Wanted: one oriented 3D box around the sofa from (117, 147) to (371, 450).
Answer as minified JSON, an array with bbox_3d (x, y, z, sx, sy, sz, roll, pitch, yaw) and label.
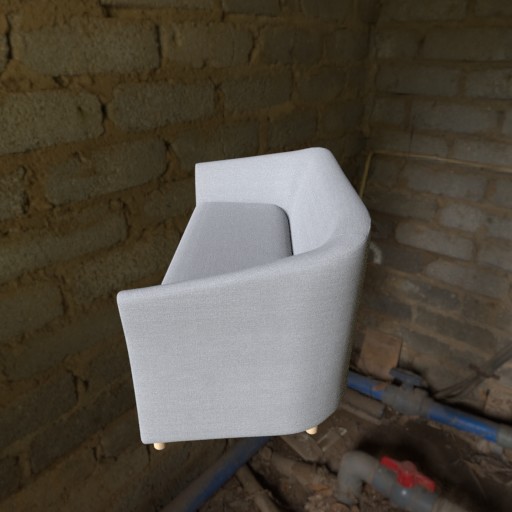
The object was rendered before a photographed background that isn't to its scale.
[{"bbox_3d":[0.000,0.000,1.868,0.705,0.721,1.452,0,25,1],"label":"sofa"}]
